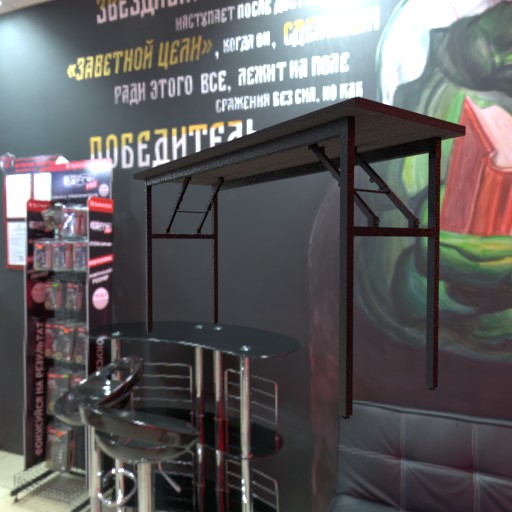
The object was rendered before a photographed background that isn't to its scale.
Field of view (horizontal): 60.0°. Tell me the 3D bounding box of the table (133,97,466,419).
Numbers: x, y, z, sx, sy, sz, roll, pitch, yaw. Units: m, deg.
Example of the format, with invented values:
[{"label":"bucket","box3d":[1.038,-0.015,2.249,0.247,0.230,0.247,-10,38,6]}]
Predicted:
[{"label":"table","box3d":[0.000,0.000,1.686,0.449,0.750,1.399,-1,2,-35]}]
